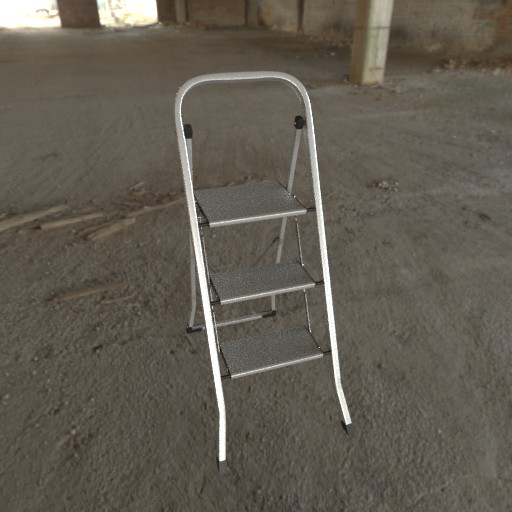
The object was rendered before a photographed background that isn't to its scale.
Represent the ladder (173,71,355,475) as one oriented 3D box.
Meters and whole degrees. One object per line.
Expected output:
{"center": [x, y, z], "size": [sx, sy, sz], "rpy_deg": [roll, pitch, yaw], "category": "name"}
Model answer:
{"center": [0.000, 0.000, 1.430], "size": [0.465, 1.070, 0.704], "rpy_deg": [-9, 31, -16], "category": "ladder"}
